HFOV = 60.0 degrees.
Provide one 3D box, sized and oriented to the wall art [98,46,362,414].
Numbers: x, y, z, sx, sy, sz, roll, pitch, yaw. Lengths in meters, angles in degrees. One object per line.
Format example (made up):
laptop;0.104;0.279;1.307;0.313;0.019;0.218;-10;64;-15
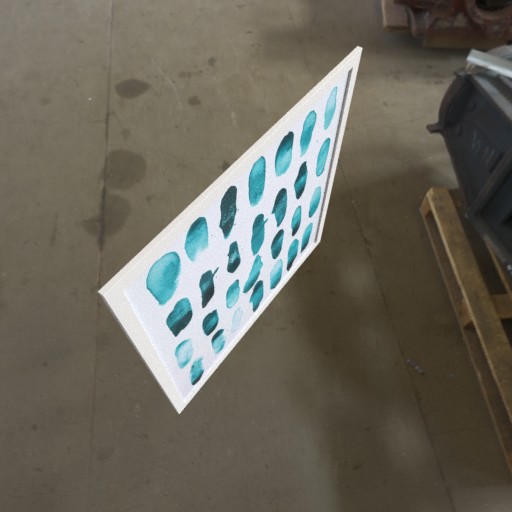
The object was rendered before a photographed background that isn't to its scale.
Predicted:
wall art;0.000;0.000;0.833;0.009;0.559;0.558;33;63;19
